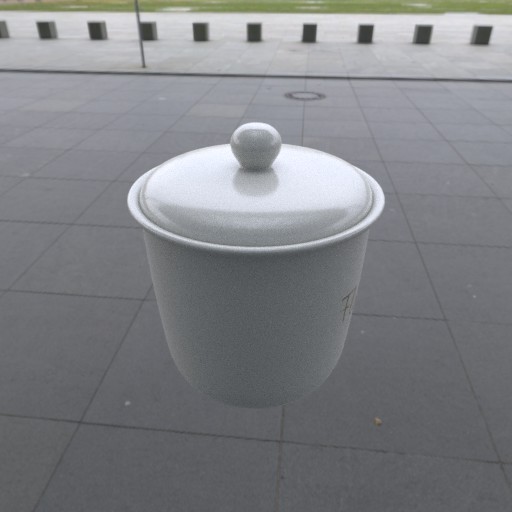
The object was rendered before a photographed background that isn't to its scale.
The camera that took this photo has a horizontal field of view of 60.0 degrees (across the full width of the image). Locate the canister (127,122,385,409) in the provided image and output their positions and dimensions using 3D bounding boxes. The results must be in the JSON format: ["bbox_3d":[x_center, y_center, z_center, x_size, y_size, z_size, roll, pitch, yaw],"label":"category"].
[{"bbox_3d":[0.000,0.000,0.352,0.182,0.208,0.182,0,31,0],"label":"canister"}]
